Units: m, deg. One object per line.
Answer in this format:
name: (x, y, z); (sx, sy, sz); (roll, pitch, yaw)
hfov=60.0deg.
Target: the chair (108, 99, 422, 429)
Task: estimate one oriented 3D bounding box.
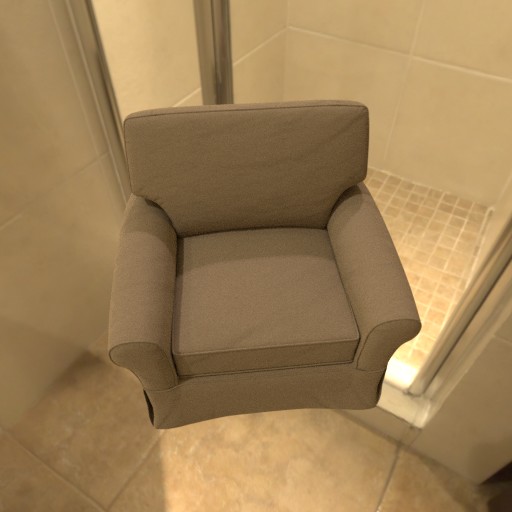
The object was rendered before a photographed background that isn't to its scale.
chair: (0.000, 0.000, 1.860); (1.135, 1.017, 0.988); (-4, 48, -4)
